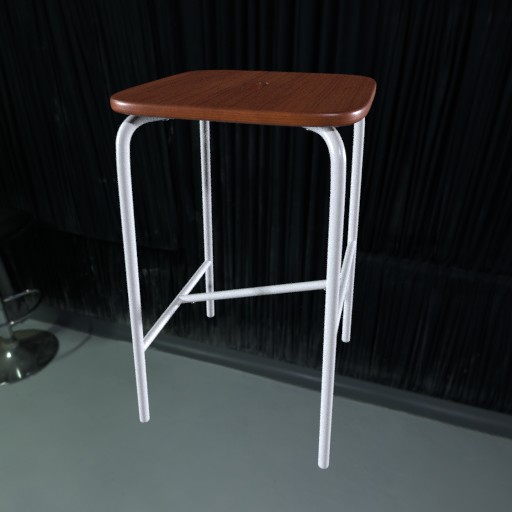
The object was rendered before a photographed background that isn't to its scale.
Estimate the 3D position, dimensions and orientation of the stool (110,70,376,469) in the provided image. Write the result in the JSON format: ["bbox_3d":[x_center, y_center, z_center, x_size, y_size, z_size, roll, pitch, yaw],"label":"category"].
[{"bbox_3d":[0.000,0.000,0.841,0.376,0.610,0.376,8,30,14],"label":"stool"}]
